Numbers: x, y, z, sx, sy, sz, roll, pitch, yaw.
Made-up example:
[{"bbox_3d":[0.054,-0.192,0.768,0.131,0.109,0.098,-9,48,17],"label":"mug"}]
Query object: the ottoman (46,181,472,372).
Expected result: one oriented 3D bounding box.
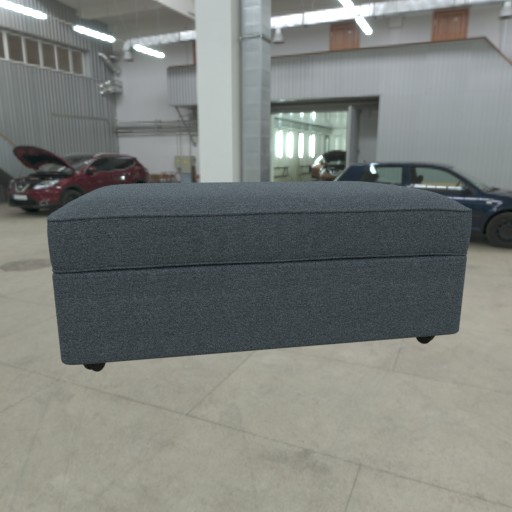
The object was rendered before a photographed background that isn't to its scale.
[{"bbox_3d":[0.000,0.000,1.527,1.173,0.494,0.681,-2,13,-10],"label":"ottoman"}]
